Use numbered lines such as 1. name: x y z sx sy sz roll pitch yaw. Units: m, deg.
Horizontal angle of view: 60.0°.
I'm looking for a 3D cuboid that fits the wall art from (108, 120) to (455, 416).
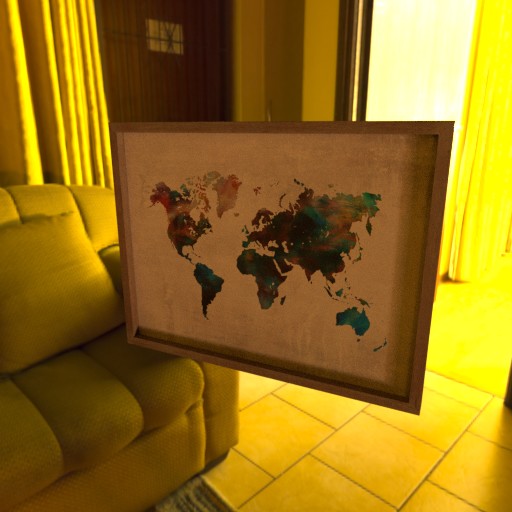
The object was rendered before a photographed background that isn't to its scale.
1. wall art: 0.000 0.000 1.739 1.320 1.009 0.070 7 18 24
